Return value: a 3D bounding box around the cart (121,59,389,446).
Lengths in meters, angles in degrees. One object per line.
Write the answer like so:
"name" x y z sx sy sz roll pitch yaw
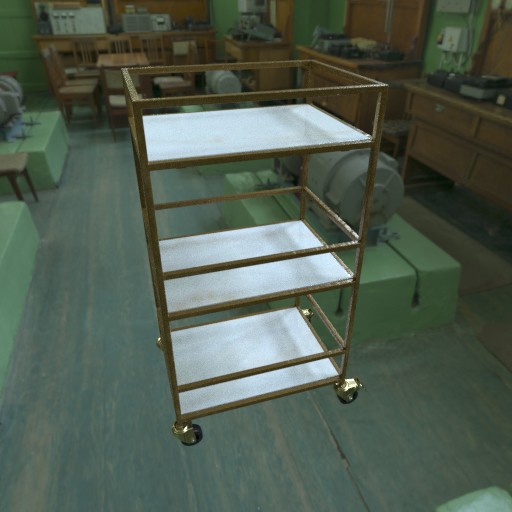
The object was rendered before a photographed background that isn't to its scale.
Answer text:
"cart" 0.000 0.000 0.994 0.483 0.761 0.332 -9 32 -15
